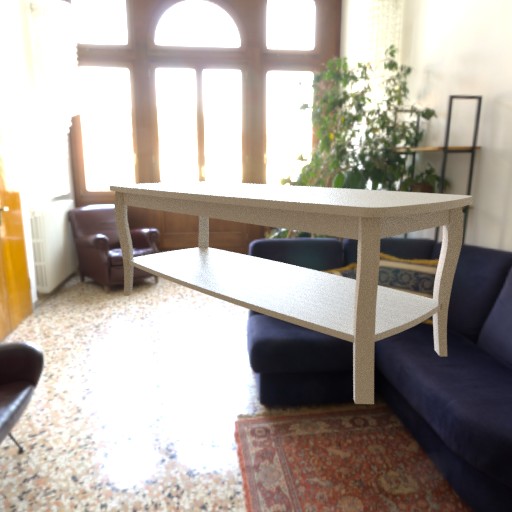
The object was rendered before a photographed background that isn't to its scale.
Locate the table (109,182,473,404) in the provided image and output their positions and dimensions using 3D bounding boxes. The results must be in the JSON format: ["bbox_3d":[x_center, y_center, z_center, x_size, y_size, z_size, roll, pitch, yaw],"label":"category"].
[{"bbox_3d":[0.000,0.000,1.594,0.561,0.474,1.334,-11,16,-42],"label":"table"}]
